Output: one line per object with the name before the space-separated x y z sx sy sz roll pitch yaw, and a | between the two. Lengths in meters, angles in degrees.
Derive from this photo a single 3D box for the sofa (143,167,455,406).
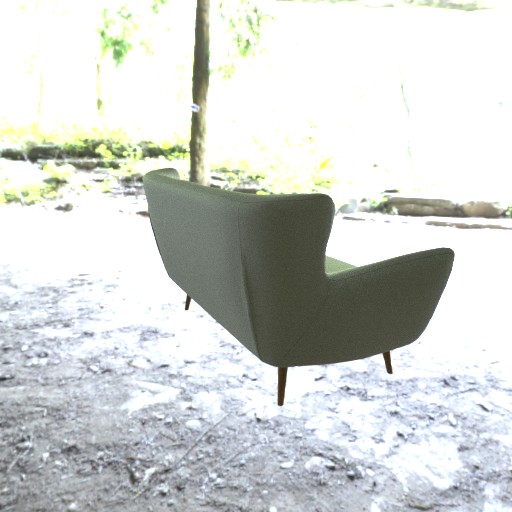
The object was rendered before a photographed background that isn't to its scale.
sofa | 0.000 0.000 2.458 0.899 0.890 1.930 -7 16 -26
